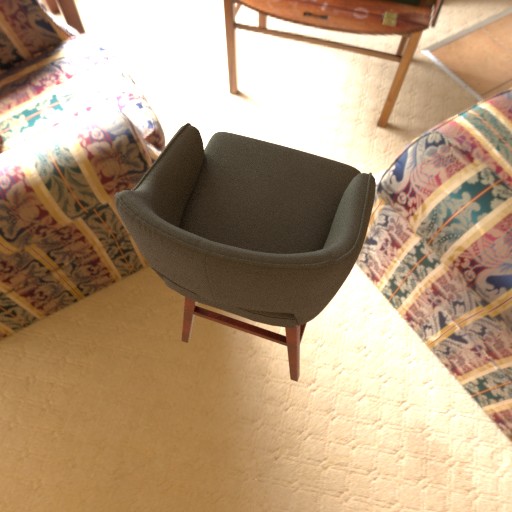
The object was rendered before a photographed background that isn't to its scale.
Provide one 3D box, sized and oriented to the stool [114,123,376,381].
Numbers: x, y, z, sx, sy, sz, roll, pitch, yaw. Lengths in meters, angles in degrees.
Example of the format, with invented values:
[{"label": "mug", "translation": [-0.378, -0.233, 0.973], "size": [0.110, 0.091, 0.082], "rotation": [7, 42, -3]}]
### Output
[{"label": "stool", "translation": [0.000, 0.000, 1.330], "size": [0.548, 1.012, 0.558], "rotation": [17, 65, 9]}]
